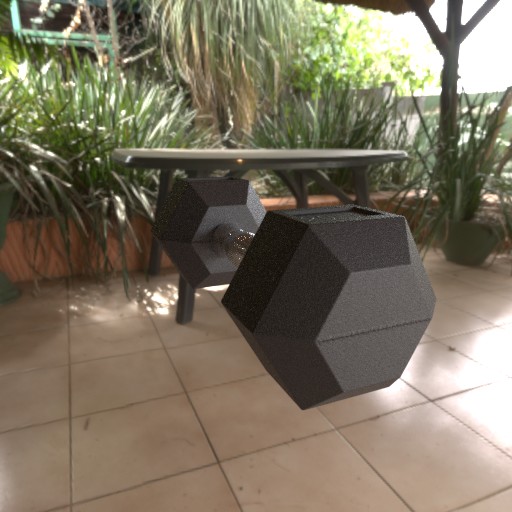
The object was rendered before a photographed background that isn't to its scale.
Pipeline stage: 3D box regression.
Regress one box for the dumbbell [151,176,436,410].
[{"bbox_3d":[0.000,0.000,0.348,0.116,0.101,0.297,-7,17,-23],"label":"dumbbell"}]
